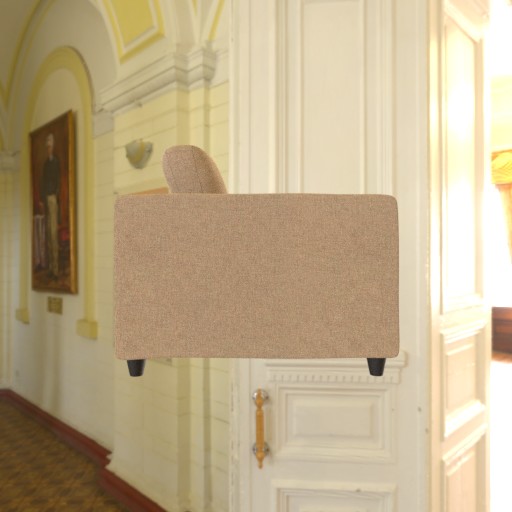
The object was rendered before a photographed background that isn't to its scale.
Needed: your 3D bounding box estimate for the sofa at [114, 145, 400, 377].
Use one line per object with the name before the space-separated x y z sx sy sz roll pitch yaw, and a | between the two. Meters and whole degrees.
sofa | 0.000 0.000 2.341 0.930 0.800 1.855 0 0 0
